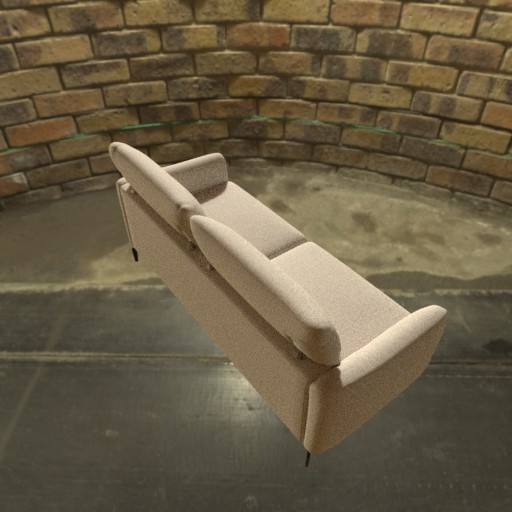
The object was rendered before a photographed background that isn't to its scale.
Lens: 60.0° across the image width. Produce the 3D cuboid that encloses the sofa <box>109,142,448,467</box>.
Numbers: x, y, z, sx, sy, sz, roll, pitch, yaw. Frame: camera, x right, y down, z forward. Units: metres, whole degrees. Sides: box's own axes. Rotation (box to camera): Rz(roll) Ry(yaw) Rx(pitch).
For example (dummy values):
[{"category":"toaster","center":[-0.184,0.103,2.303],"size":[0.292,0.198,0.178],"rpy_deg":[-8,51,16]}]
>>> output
[{"category":"sofa","center":[0.000,0.000,2.527],"size":[0.856,0.956,2.015],"rpy_deg":[-26,47,-27]}]
